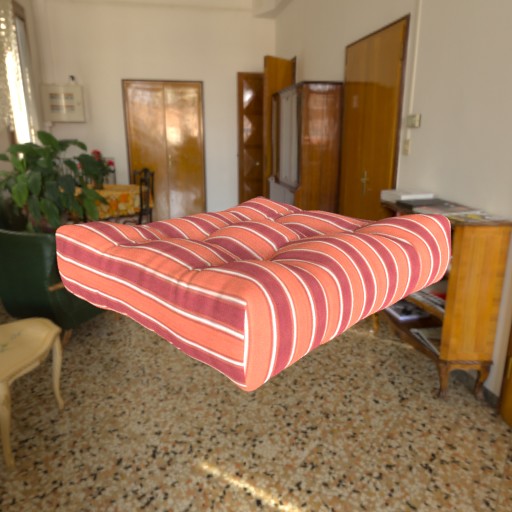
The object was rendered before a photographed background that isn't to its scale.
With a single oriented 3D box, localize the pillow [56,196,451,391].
[{"bbox_3d":[0.000,0.000,0.728,0.468,0.133,0.490,14,21,42],"label":"pillow"}]
